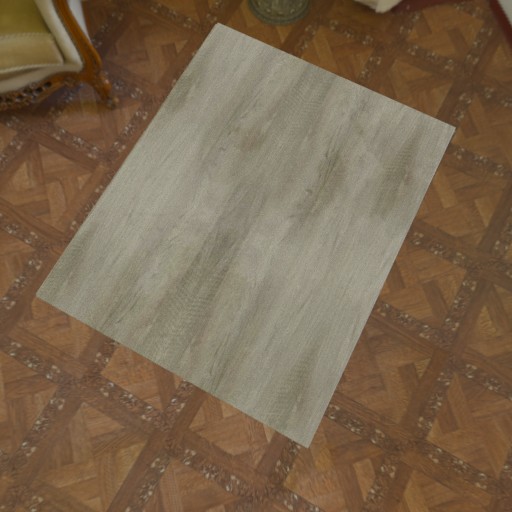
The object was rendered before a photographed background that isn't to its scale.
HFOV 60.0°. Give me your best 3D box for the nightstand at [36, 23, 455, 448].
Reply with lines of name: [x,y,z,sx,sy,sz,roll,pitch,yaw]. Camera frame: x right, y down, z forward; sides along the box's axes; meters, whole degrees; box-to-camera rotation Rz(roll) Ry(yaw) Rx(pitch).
nightstand: [0.000,0.000,0.748,0.347,0.448,0.427,27,76,7]
